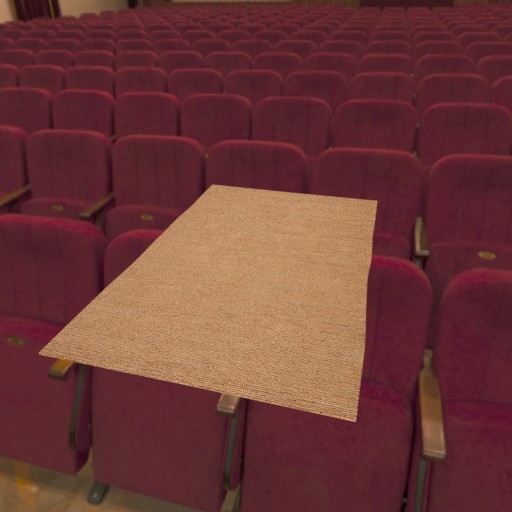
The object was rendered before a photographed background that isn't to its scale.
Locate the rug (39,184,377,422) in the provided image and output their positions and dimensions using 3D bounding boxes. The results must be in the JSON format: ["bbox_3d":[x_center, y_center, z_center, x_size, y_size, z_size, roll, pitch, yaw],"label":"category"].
[{"bbox_3d":[0.000,0.000,3.004,1.533,0.011,2.439,8,30,13],"label":"rug"}]
